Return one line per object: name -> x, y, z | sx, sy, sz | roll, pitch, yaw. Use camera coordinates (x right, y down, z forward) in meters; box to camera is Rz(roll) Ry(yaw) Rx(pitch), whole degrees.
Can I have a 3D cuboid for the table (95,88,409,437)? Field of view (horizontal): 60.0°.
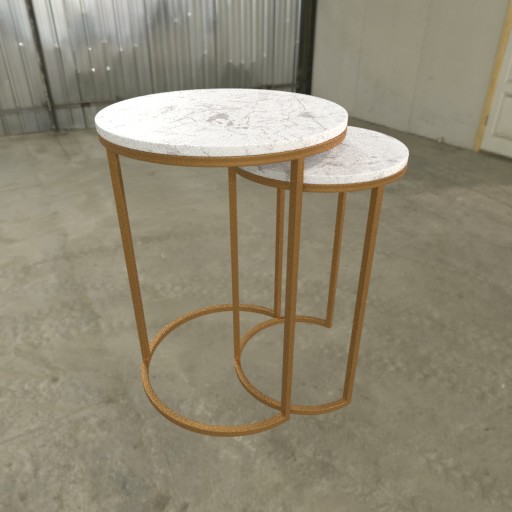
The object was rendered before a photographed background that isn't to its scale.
table -> 0.000, 0.000, 0.862 | 0.507, 0.550, 0.400 | 0, 30, 0
